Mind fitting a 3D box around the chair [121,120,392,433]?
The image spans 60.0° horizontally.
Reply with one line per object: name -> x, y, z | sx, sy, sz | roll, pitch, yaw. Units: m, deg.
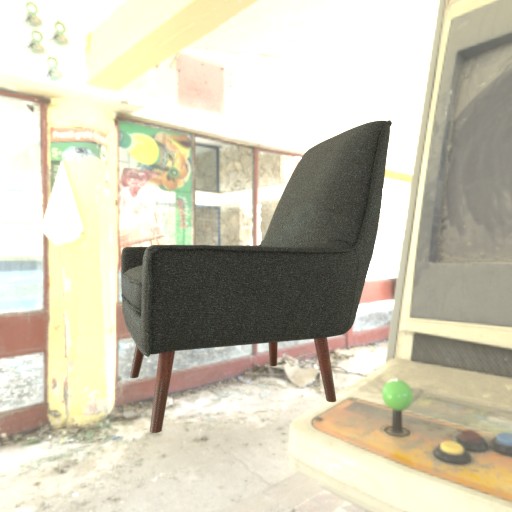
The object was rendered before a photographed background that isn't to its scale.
chair -> 0.000, 0.000, 1.501 | 0.859, 0.883, 0.763 | 0, 1, -21
